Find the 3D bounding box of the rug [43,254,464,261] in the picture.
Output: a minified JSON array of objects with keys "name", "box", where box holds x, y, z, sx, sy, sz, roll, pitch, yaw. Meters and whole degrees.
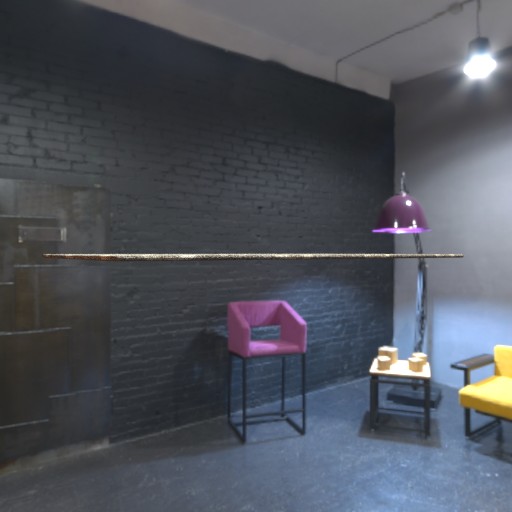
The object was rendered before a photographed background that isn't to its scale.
[{"name":"rug","box":[0.000,0.000,3.392,2.701,0.026,1.801,0,0,-35]}]
